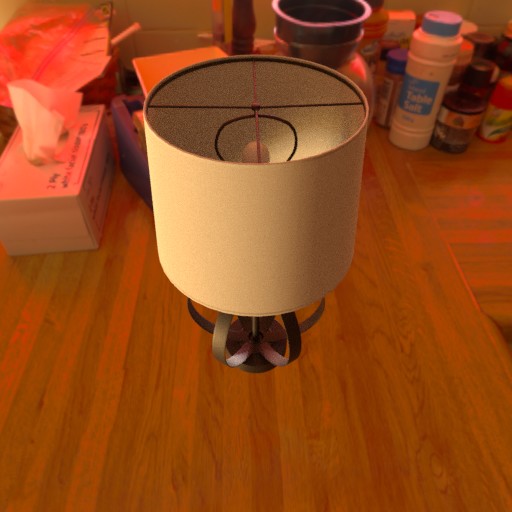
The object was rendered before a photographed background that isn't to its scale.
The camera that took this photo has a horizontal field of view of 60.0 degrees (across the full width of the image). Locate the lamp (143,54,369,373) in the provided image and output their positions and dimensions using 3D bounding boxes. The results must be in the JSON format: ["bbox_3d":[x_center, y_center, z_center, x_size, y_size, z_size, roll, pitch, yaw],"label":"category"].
[{"bbox_3d":[0.000,0.000,0.685,0.286,0.510,0.286,0,46,0],"label":"lamp"}]
